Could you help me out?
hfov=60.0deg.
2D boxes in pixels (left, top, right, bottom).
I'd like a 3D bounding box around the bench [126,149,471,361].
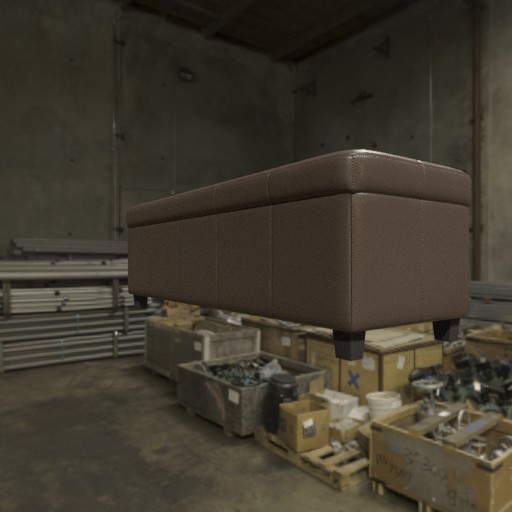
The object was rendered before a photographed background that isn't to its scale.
[{"bbox_3d":[0.000,0.000,1.430,0.450,0.417,1.219,0,-1,-36],"label":"bench"}]
